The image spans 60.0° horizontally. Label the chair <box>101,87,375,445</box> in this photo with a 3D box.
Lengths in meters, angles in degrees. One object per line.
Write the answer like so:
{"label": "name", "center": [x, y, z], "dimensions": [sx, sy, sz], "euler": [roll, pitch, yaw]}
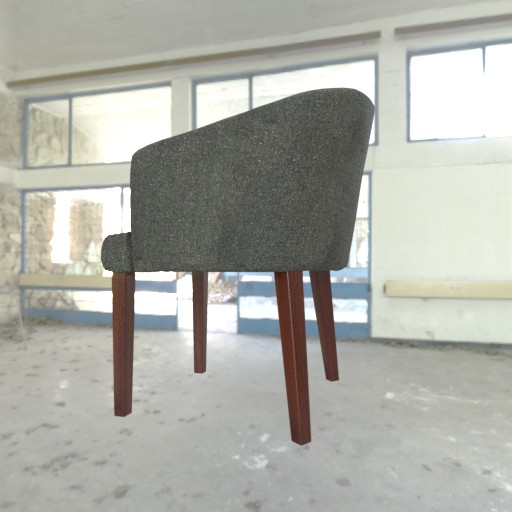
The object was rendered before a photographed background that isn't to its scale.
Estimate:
{"label": "chair", "center": [0.000, 0.000, 1.259], "dimensions": [0.655, 0.811, 0.583], "euler": [0, -1, 18]}
